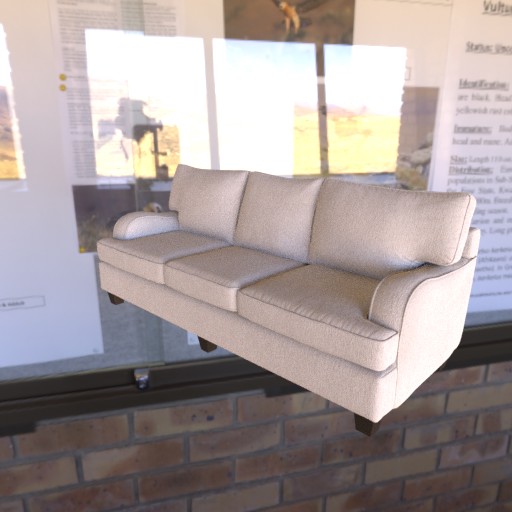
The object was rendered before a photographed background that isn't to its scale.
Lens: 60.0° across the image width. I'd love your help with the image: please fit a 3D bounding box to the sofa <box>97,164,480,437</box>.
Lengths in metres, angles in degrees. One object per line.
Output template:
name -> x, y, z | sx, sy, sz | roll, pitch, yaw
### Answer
sofa -> 0.000, 0.000, 2.788 | 2.323, 0.991, 1.016 | 15, 22, 41
